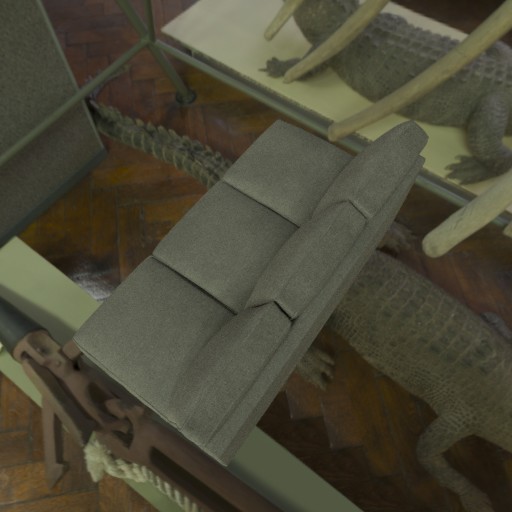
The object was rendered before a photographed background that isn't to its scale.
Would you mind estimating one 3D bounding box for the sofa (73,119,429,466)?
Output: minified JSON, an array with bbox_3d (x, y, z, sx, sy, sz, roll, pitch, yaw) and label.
[{"bbox_3d":[0.000,0.000,2.539,1.027,0.973,1.962,32,67,16],"label":"sofa"}]
